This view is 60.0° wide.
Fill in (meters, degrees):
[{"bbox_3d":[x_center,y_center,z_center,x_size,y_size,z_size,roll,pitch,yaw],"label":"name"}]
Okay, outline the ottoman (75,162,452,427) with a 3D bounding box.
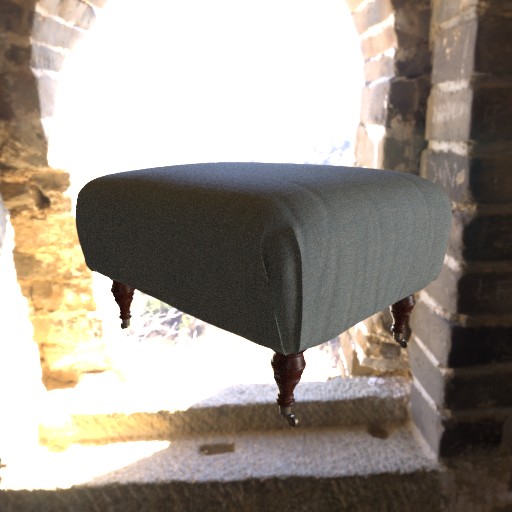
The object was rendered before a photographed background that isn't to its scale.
[{"bbox_3d":[0.000,0.000,1.094,0.747,0.450,0.622,14,21,42],"label":"ottoman"}]
